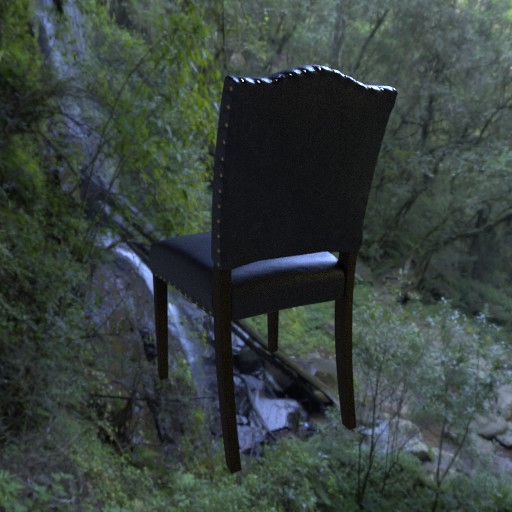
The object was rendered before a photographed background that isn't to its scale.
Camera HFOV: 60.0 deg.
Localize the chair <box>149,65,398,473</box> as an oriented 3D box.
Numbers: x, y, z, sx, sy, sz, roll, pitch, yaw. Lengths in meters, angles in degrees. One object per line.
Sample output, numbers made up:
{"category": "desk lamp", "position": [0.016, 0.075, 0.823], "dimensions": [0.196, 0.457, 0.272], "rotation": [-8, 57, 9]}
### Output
{"category": "chair", "position": [0.000, 0.000, 1.327], "dimensions": [0.500, 0.991, 0.633], "rotation": [-8, 17, -26]}
